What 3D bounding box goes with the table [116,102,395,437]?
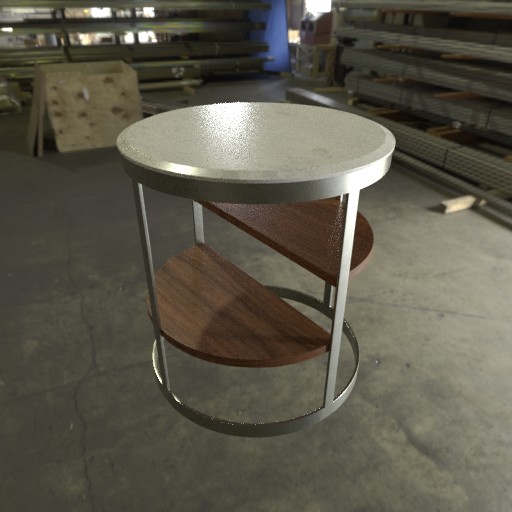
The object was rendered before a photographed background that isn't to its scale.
[{"bbox_3d":[0.000,0.000,0.780,0.407,0.447,0.407,0,30,0],"label":"table"}]
